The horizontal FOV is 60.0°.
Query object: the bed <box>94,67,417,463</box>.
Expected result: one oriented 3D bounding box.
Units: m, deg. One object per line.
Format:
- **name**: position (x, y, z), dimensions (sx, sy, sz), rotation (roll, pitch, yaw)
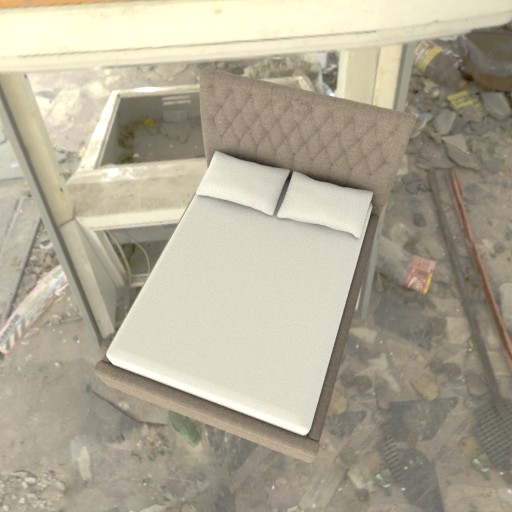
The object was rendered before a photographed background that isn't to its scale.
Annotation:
- **bed**: position (0.000, 0.000, 3.298), dimensions (1.645, 1.371, 2.252), rotation (17, 59, 11)
